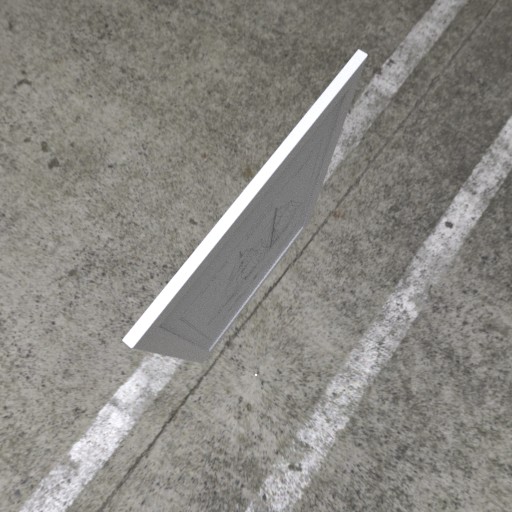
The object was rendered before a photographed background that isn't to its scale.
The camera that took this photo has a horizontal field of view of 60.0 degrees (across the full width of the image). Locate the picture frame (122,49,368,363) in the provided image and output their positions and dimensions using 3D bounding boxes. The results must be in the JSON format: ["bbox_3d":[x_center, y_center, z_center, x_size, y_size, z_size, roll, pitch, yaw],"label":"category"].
[{"bbox_3d":[0.000,0.000,0.686,0.012,0.534,0.381,36,78,9],"label":"picture frame"}]
